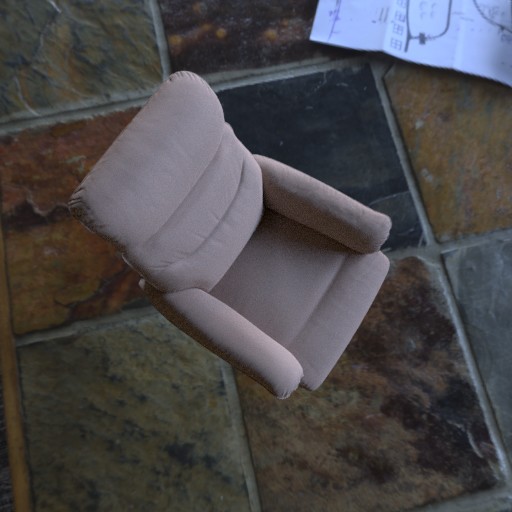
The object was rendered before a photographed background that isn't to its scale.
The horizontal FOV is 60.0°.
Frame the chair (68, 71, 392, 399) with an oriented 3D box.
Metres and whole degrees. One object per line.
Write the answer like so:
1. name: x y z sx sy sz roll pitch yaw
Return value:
1. chair: 0.000 0.000 1.772 1.004 1.037 0.820 32 78 8
